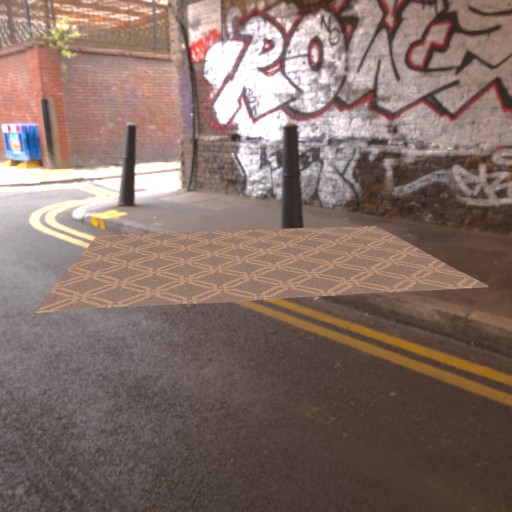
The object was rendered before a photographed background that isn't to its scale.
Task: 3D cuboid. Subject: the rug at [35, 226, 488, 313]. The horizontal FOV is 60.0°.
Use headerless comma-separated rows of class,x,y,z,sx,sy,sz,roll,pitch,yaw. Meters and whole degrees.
rug,0.000,0.000,2.214,1.754,0.010,1.148,-2,17,-8
